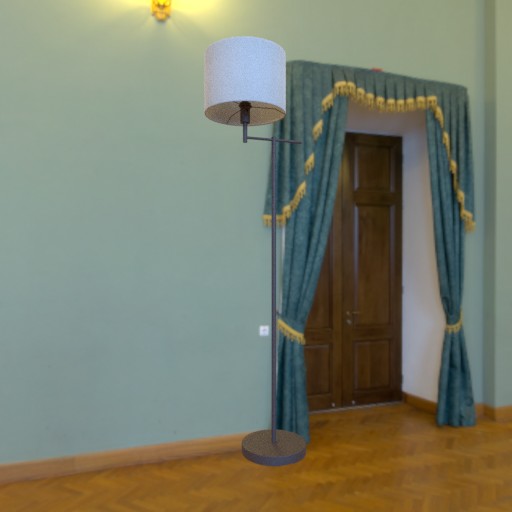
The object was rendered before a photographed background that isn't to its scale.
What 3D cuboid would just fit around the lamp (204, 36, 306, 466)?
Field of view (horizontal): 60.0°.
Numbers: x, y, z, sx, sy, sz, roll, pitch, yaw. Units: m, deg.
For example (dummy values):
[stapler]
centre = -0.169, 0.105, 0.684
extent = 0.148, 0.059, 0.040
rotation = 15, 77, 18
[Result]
[lamp]
centre = 0.000, 0.000, 1.791
extent = 0.416, 1.600, 0.324
rotation = 0, 0, -19
